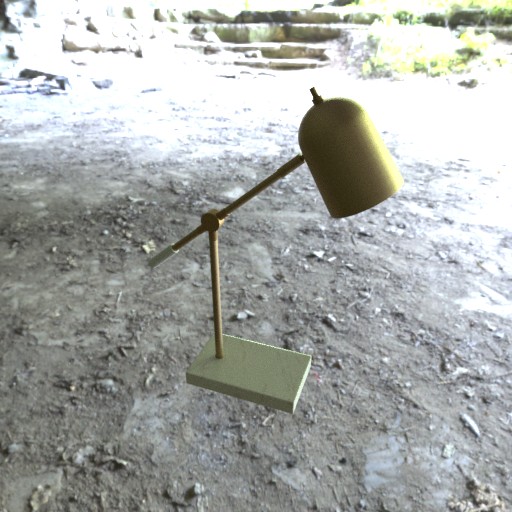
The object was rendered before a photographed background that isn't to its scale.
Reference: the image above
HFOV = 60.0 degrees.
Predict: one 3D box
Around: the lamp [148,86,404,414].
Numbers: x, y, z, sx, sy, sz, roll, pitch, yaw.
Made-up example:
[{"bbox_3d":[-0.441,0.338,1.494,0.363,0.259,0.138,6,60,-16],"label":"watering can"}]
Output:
[{"bbox_3d":[0.000,0.000,0.820,0.471,0.603,0.144,10,31,18],"label":"lamp"}]
